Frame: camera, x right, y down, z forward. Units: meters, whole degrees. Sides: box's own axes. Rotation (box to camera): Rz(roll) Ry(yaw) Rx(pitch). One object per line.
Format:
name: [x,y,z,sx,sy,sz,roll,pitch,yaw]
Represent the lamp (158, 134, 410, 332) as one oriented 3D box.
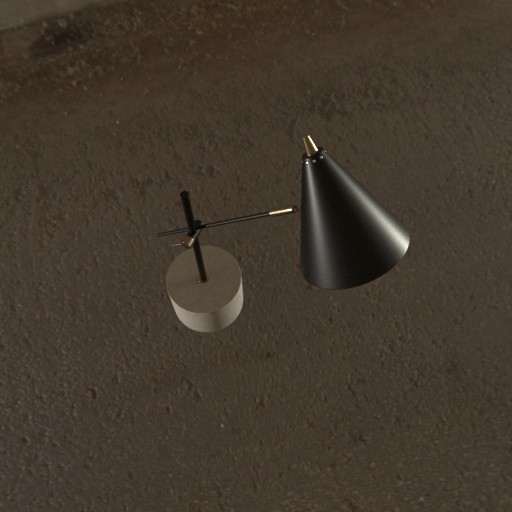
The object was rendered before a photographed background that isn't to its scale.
lamp: [0.000,0.000,0.734,0.403,0.518,0.214,31,65,16]
